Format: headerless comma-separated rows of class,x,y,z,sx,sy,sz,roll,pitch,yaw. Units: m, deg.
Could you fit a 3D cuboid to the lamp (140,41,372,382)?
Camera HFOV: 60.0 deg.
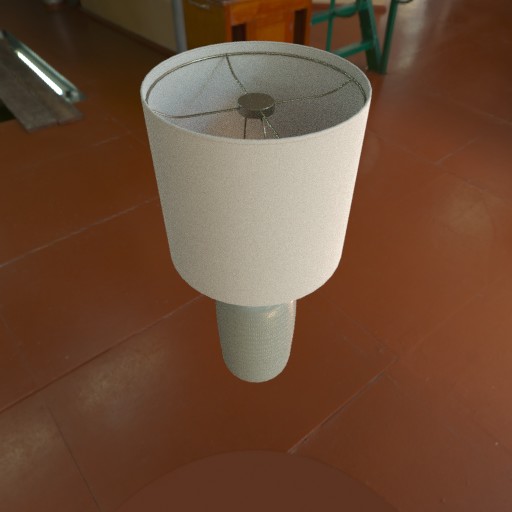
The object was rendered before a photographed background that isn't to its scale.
lamp,0.000,0.000,0.596,0.220,0.475,0.220,-3,45,-3
